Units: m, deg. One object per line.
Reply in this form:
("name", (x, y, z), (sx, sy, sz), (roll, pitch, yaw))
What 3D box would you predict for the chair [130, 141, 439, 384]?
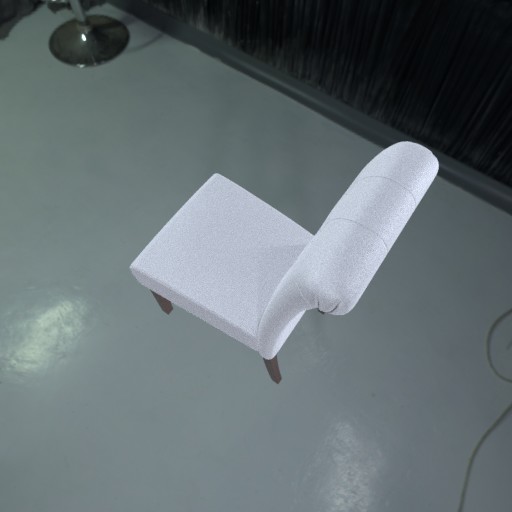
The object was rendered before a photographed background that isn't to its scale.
("chair", (0.000, 0.000, 1.338), (0.671, 1.006, 0.456), (31, 66, 15))
